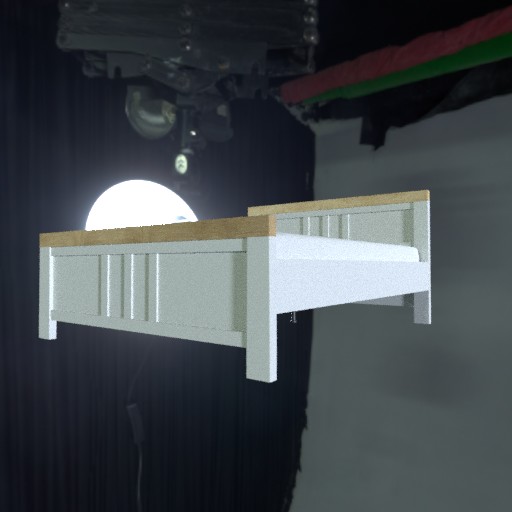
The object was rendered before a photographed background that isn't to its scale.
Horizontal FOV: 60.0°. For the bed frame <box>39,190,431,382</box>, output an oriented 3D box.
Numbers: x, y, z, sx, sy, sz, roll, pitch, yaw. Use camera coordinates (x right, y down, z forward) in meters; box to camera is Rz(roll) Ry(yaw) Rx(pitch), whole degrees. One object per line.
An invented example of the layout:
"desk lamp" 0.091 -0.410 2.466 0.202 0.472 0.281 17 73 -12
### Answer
"bed frame" 0.000 0.000 2.942 1.670 0.980 2.050 -1 -1 37
